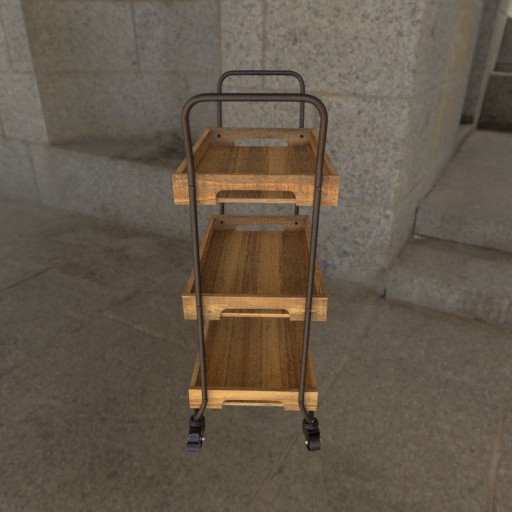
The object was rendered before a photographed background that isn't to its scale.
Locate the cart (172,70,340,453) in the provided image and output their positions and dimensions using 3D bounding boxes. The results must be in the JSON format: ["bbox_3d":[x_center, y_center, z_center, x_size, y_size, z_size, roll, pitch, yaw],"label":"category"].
[{"bbox_3d":[0.000,0.000,1.151,0.339,0.857,0.583,1,26,2],"label":"cart"}]
